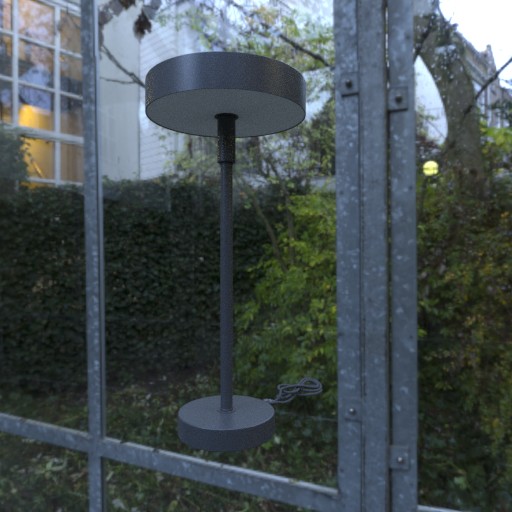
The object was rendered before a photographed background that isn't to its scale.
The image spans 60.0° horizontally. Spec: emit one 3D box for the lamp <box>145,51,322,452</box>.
[{"bbox_3d":[0.000,0.000,0.699,0.229,0.508,0.369,0,0,37],"label":"lamp"}]
